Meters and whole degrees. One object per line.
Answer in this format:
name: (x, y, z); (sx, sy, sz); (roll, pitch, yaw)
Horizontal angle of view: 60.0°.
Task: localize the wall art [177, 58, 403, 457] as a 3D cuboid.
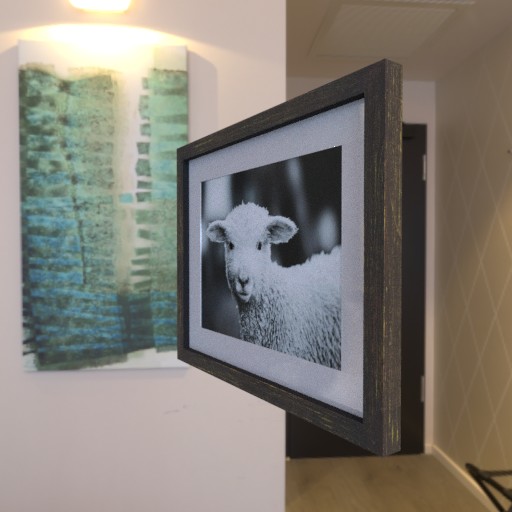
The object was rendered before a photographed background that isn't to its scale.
wall art: (0.000, 0.000, 0.745); (0.032, 0.457, 0.558); (-1, 1, -35)
